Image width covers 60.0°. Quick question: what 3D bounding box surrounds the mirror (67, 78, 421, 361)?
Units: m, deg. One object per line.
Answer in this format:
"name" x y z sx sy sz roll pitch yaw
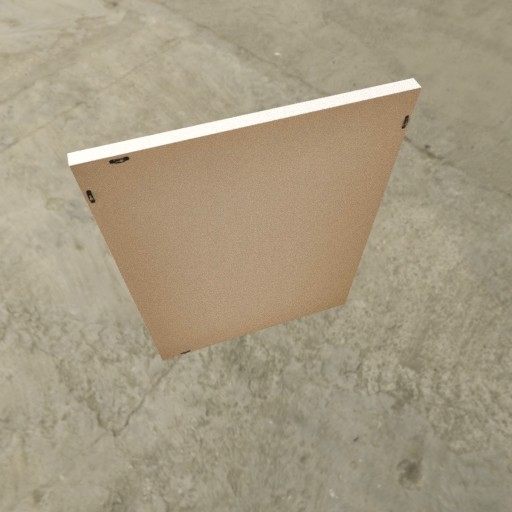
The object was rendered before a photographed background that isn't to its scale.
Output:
"mirror" 0.000 0.000 1.340 0.762 1.016 0.041 -16 57 -10
